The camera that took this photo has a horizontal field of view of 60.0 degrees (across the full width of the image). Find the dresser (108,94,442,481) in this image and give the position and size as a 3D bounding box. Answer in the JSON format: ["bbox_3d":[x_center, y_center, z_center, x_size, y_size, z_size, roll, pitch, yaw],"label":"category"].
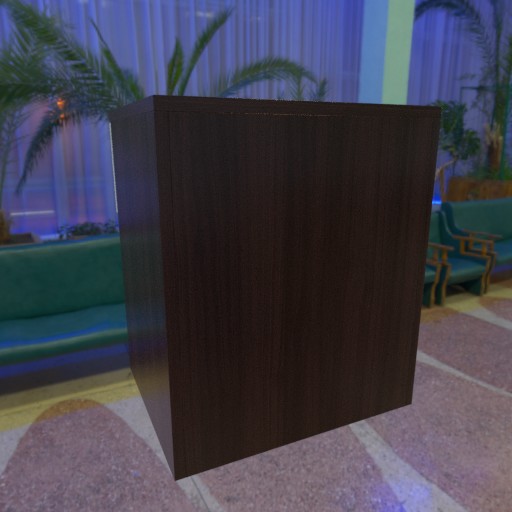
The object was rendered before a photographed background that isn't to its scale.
[{"bbox_3d":[0.000,0.000,0.748,0.400,0.470,0.360,-7,16,-24],"label":"dresser"}]
